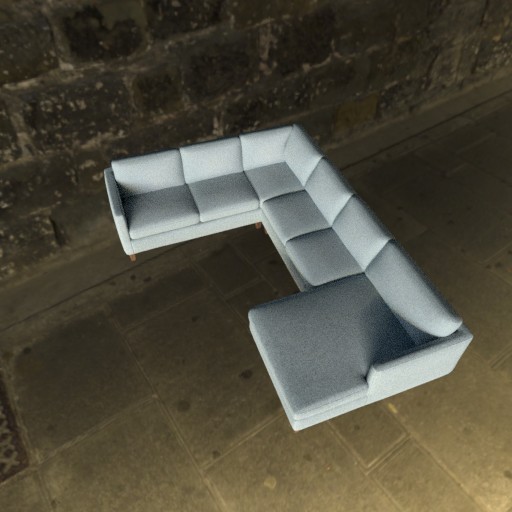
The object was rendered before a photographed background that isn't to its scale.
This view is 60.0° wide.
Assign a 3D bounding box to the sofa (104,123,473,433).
[{"bbox_3d":[0.000,0.000,4.520,2.551,0.889,3.403,-15,49,-14],"label":"sofa"}]
